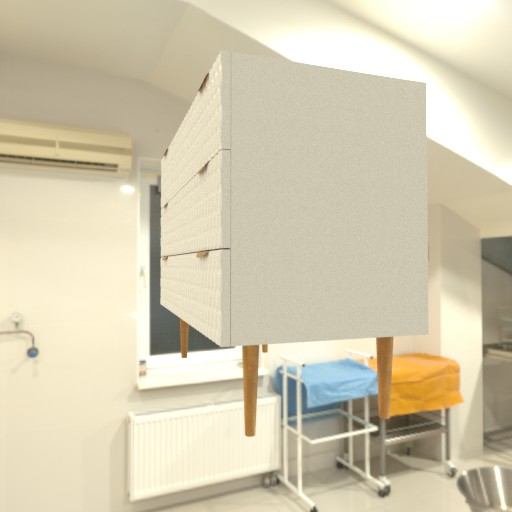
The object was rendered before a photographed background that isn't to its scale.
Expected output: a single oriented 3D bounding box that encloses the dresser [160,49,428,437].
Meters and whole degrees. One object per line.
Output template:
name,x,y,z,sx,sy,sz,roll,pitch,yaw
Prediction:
dresser,0.000,0.000,1.287,0.457,0.721,0.905,0,-1,-19
